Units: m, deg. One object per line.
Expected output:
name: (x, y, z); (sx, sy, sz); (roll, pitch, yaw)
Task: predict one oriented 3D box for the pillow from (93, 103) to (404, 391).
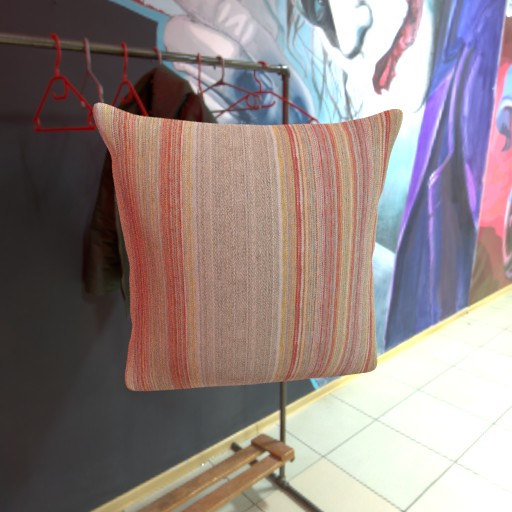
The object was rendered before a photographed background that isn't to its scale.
pillow: (0.000, 0.000, 0.691); (0.451, 0.449, 0.191); (-2, 15, -8)
